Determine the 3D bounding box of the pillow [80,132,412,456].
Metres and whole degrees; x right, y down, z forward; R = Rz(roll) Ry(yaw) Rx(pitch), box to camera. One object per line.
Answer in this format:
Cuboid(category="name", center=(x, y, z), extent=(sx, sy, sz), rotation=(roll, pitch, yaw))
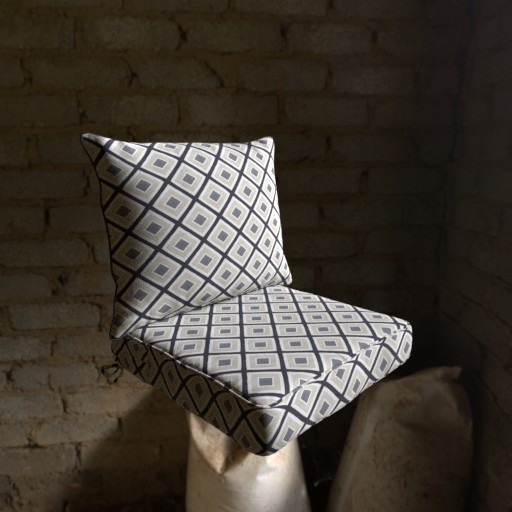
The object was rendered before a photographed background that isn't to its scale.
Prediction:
Cuboid(category="pillow", center=(0.000, 0.000, 1.334), extent=(0.733, 0.722, 0.798), rotation=(13, 19, 43))
